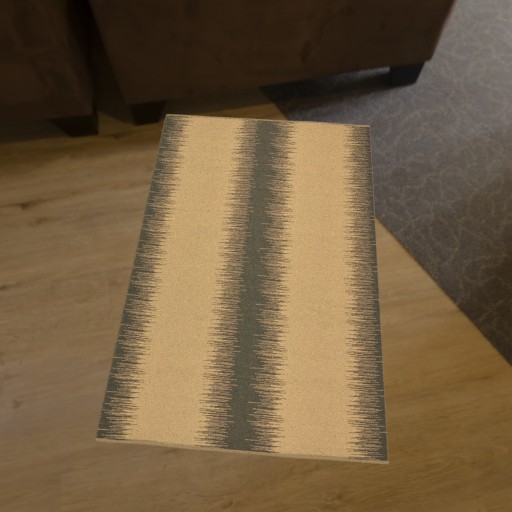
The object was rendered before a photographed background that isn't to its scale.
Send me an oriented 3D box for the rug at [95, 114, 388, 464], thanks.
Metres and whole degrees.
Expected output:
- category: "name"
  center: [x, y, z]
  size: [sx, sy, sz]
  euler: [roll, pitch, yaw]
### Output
- category: "rug"
  center: [0.000, 0.000, 2.265]
  size: [1.234, 0.006, 1.854]
  euler: [4, 63, 2]
